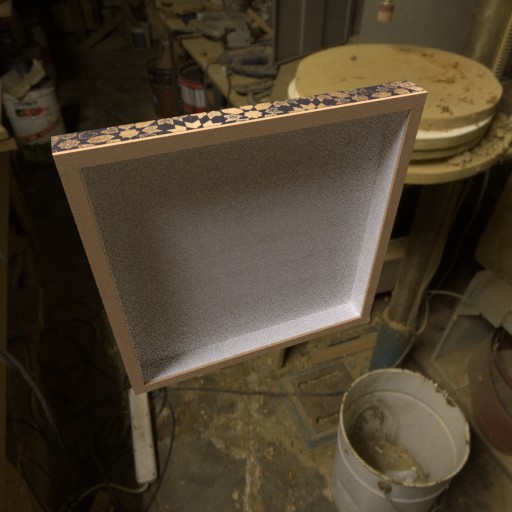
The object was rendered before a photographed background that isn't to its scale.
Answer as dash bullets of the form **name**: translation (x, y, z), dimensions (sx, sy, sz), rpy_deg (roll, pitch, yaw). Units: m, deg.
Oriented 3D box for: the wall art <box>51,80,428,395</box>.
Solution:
- **wall art**: translation (0.000, 0.000, 0.599), dimensions (0.405, 0.405, 0.038), rpy_deg (-14, 44, -15)
